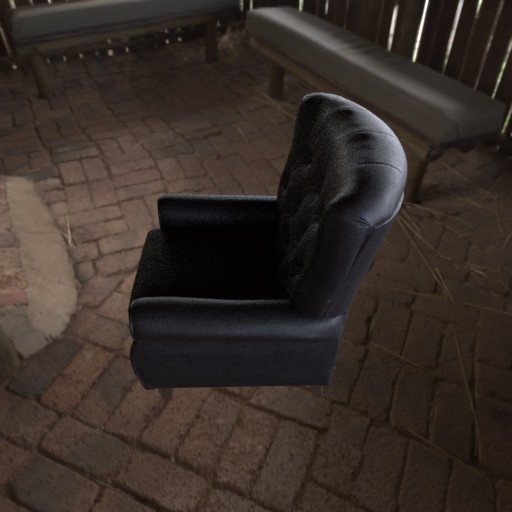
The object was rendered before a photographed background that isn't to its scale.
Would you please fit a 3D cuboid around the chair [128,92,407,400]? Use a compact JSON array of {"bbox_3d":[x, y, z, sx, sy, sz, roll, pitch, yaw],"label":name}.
[{"bbox_3d":[0.000,0.000,1.923,1.058,1.158,0.948,-1,41,-1],"label":"chair"}]
